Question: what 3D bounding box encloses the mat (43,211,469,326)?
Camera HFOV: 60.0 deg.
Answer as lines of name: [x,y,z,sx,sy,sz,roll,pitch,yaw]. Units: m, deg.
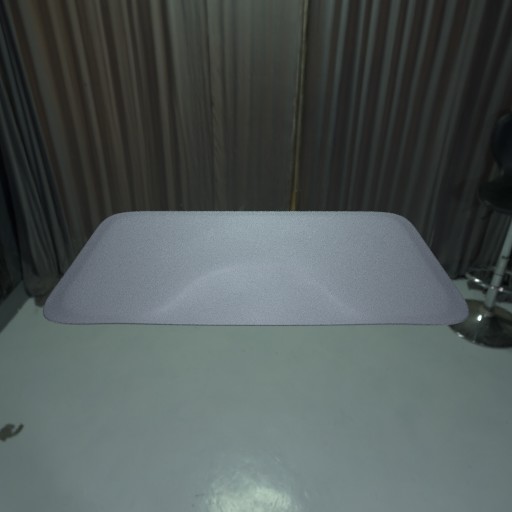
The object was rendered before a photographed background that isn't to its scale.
mat: [0.000,0.000,1.882,1.524,0.013,0.918,0,30,0]
